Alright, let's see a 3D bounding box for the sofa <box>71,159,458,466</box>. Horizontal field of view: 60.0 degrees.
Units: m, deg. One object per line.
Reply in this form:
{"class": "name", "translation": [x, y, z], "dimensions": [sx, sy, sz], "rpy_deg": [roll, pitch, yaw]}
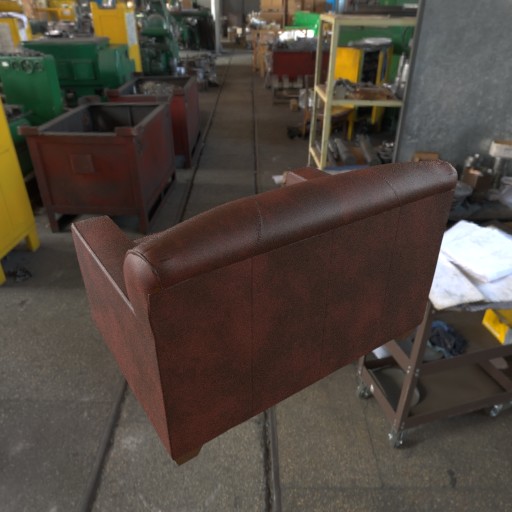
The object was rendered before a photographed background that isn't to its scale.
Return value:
{"class": "sofa", "translation": [0.000, 0.000, 2.036], "dimensions": [1.413, 0.956, 1.000], "rpy_deg": [-19, 35, -29]}
